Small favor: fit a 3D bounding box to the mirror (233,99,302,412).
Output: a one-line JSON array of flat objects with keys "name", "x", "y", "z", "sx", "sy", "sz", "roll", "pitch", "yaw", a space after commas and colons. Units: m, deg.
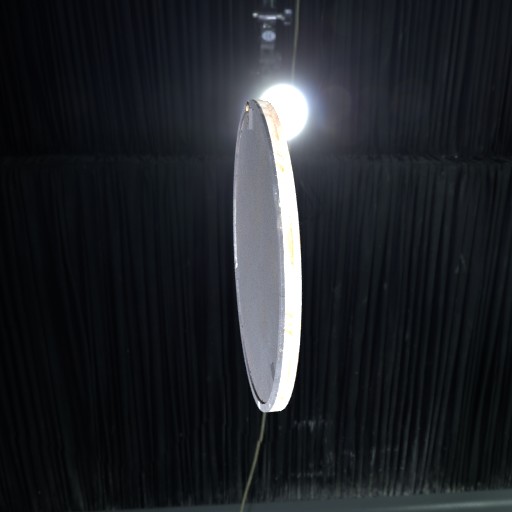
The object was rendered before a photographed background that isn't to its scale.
[{"name": "mirror", "x": 0.000, "y": 0.000, "z": 1.069, "sx": 0.038, "sy": 0.710, "sz": 0.710, "roll": -3, "pitch": 17, "yaw": -9}]
